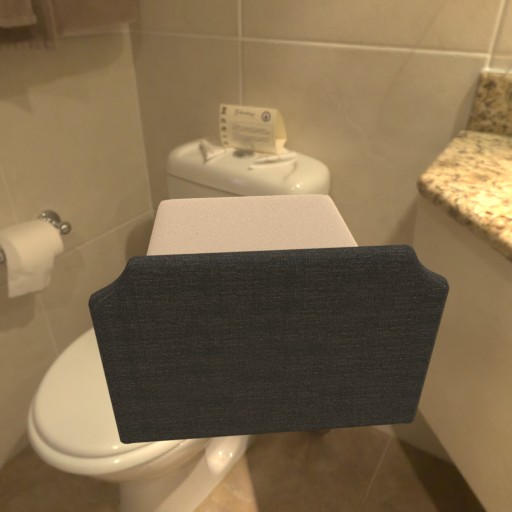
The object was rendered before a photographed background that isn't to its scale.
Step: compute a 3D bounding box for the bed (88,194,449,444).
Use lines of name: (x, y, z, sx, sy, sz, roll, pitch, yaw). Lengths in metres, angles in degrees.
bed: (0.000, 0.000, 3.337, 1.828, 1.297, 2.208, -3, 31, -4)
